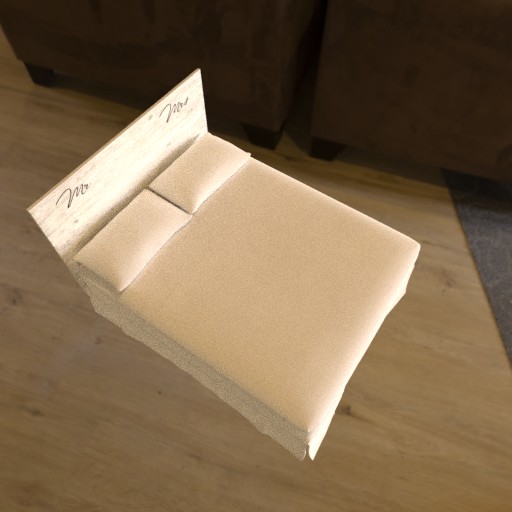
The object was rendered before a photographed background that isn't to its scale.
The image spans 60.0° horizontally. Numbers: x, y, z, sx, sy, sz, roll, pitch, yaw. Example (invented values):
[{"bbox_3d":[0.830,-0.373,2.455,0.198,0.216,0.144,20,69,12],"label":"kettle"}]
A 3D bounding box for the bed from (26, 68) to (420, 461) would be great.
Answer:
[{"bbox_3d":[0.000,0.000,3.200,2.094,1.335,1.745,30,63,17],"label":"bed"}]
